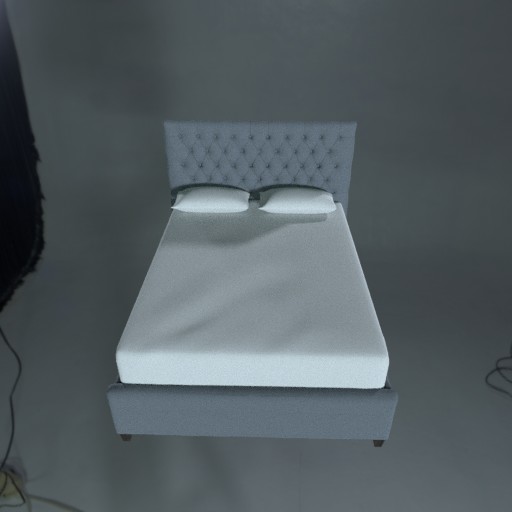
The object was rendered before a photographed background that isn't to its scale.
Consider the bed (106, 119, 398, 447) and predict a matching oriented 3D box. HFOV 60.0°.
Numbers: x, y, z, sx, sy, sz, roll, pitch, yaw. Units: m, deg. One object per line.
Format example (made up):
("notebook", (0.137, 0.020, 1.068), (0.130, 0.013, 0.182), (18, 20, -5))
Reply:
("bed", (0.000, 0.000, 3.319), (1.698, 1.427, 2.231), (1, 32, 1))
